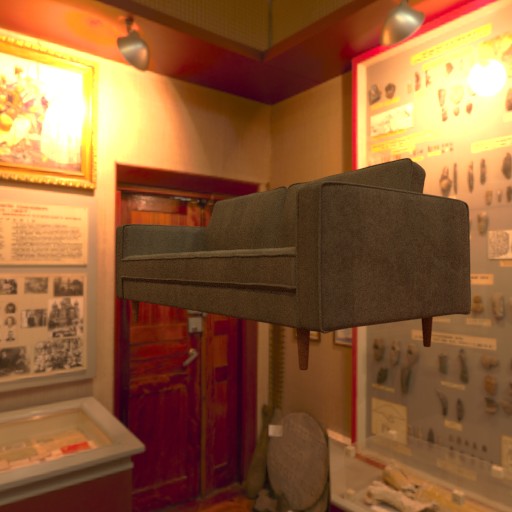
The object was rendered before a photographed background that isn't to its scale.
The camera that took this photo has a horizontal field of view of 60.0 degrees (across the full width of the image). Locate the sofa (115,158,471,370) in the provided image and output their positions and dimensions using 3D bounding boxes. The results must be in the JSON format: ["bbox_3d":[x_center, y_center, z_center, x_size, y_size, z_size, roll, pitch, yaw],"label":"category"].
[{"bbox_3d":[0.000,0.000,2.391,0.924,0.825,1.920,1,-2,-36],"label":"sofa"}]
